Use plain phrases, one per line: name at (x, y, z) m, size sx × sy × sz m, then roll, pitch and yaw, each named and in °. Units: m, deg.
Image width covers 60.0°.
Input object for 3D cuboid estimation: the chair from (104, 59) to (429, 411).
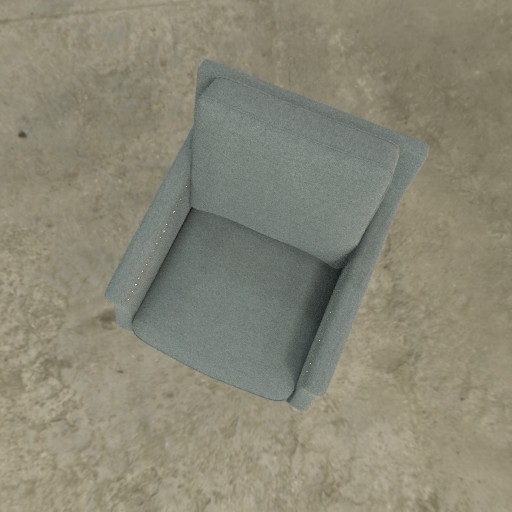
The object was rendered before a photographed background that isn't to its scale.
chair at (0.000, 0.000, 1.822) m, size 0.885 × 1.031 × 1.031 m, roll 23°, pitch 77°, yaw 6°
